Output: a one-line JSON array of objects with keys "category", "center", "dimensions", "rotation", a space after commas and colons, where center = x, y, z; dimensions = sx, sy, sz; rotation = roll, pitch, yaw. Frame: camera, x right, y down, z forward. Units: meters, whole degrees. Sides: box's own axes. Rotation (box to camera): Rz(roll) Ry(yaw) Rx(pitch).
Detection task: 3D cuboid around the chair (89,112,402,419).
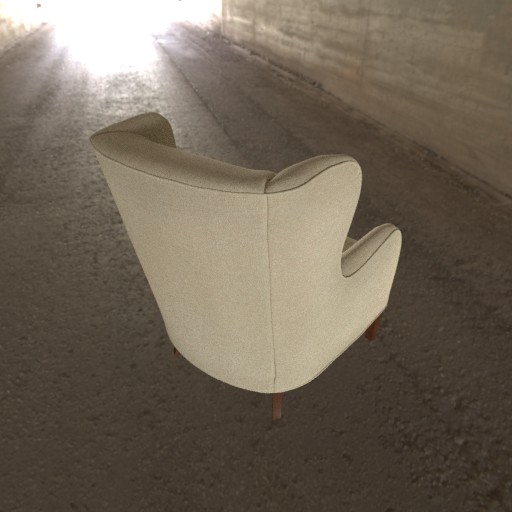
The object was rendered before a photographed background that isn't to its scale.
[{"category": "chair", "center": [0.000, 0.000, 1.730], "dimensions": [0.838, 1.040, 0.966], "rotation": [22, 38, 32]}]
